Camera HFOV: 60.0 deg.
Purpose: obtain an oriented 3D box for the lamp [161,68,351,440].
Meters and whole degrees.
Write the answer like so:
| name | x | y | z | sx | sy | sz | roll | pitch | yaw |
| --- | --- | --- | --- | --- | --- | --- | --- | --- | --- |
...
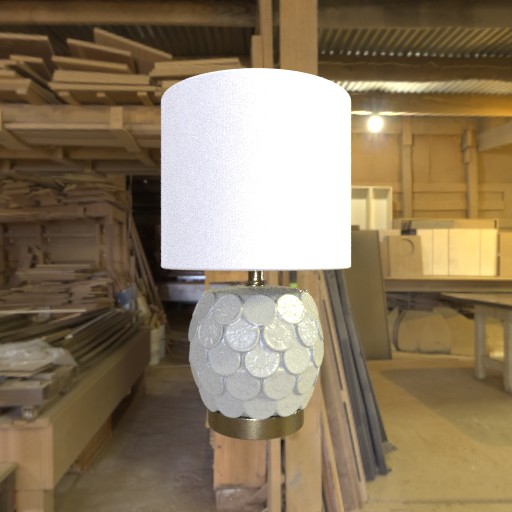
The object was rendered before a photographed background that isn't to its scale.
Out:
| name | x | y | z | sx | sy | sz | roll | pitch | yaw |
| --- | --- | --- | --- | --- | --- | --- | --- | --- | --- |
| lamp | 0.000 | 0.000 | 0.608 | 0.254 | 0.452 | 0.254 | 0 | 0 | 0 |
